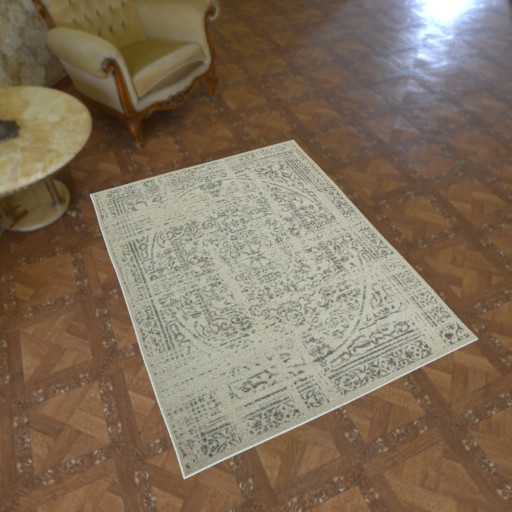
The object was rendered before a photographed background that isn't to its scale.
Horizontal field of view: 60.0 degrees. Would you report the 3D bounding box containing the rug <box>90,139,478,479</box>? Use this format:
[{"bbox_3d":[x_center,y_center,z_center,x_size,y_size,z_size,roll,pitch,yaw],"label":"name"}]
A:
[{"bbox_3d":[0.000,0.000,3.854,2.311,0.032,2.921,-19,50,-17],"label":"rug"}]
